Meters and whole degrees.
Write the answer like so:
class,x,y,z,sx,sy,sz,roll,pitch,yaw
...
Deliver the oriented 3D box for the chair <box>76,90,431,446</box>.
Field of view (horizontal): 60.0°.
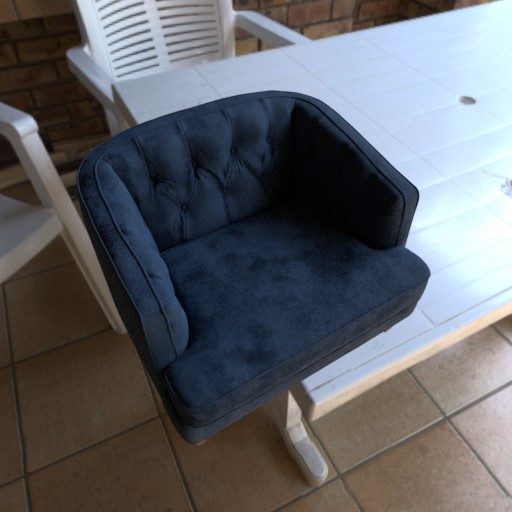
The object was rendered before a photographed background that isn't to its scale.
class,x,y,z,sx,sy,sz,roll,pitch,yaw
chair,0.000,0.000,1.739,1.094,0.852,0.940,-24,51,-22
